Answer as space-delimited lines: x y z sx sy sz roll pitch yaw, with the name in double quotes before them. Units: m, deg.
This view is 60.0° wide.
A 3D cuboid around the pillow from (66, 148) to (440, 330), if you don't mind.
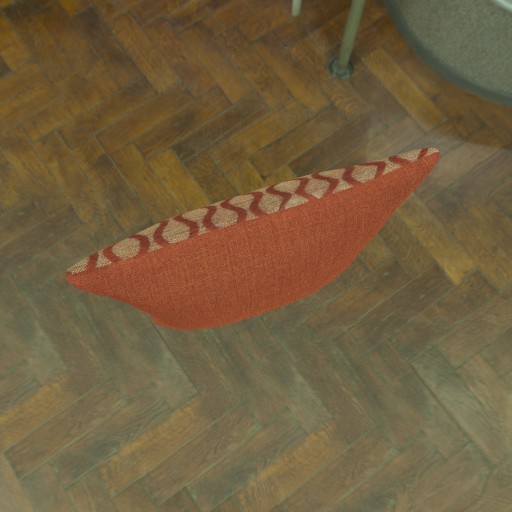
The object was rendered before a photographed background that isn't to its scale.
"pillow" 0.000 0.000 0.681 0.429 0.434 0.159 -20 77 -5
